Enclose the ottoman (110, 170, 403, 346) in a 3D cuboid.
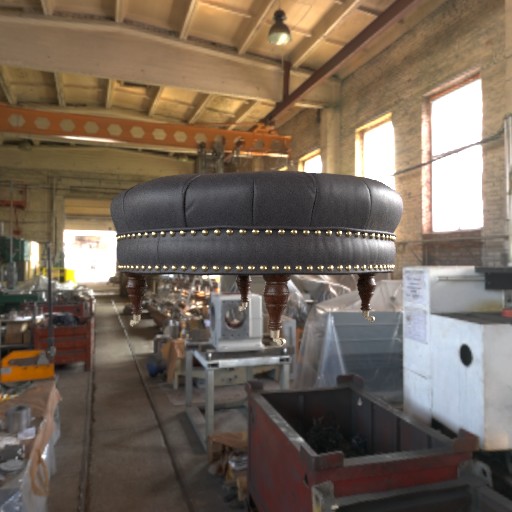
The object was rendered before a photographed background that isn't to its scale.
[{"bbox_3d":[0.000,0.000,1.424,0.901,0.439,0.901,0,-1,0],"label":"ottoman"}]
